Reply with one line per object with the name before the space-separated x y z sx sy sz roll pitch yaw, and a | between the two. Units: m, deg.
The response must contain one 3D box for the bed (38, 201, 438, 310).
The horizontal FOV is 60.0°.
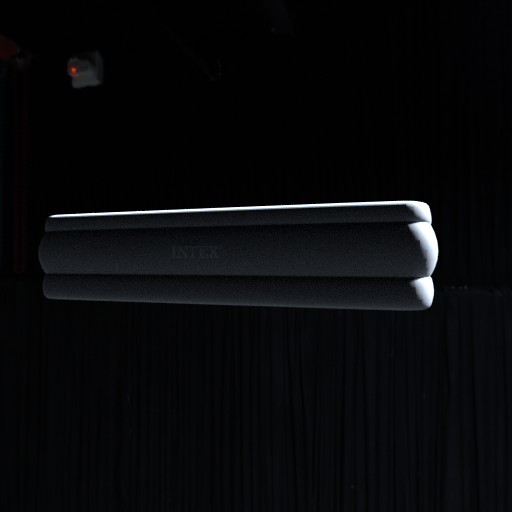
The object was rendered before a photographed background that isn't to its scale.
bed | 0.000 0.000 2.695 2.036 0.460 1.520 0 -1 18
